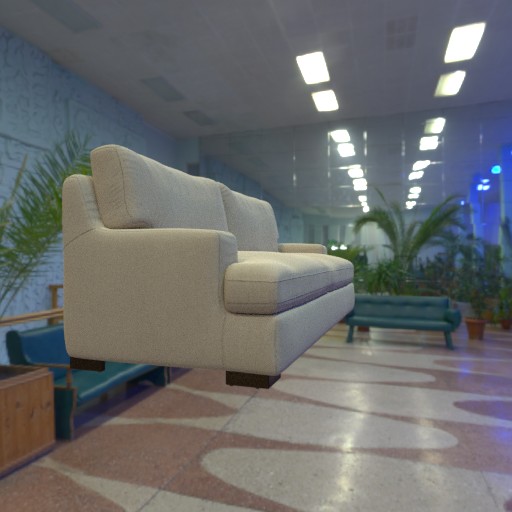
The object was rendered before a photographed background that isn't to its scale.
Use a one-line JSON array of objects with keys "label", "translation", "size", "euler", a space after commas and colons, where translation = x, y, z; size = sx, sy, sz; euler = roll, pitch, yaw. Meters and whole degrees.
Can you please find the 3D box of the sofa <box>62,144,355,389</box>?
[{"label": "sofa", "translation": [0.000, 0.000, 2.629], "size": [0.929, 0.925, 2.147], "euler": [0, 0, 19]}]
